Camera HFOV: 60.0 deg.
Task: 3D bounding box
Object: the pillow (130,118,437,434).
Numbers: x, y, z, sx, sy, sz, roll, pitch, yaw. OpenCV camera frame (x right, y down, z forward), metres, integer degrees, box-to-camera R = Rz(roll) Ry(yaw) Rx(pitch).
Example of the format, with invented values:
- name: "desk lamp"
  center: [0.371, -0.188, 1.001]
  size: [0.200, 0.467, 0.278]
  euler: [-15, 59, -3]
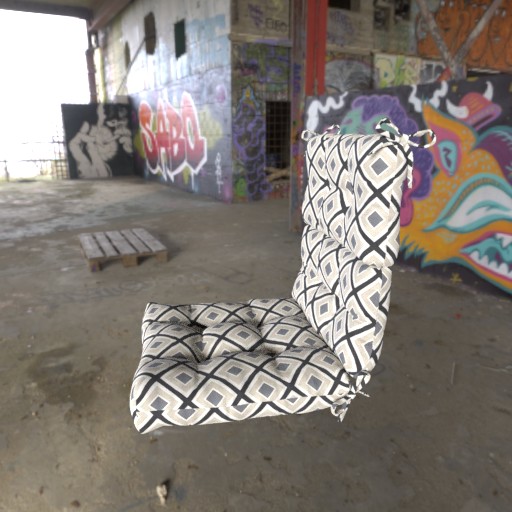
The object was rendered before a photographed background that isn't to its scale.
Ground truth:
- name: "pillow"
  center: [0.000, 0.000, 1.034]
  size: [0.571, 0.605, 0.519]
  euler: [-3, 16, -10]
